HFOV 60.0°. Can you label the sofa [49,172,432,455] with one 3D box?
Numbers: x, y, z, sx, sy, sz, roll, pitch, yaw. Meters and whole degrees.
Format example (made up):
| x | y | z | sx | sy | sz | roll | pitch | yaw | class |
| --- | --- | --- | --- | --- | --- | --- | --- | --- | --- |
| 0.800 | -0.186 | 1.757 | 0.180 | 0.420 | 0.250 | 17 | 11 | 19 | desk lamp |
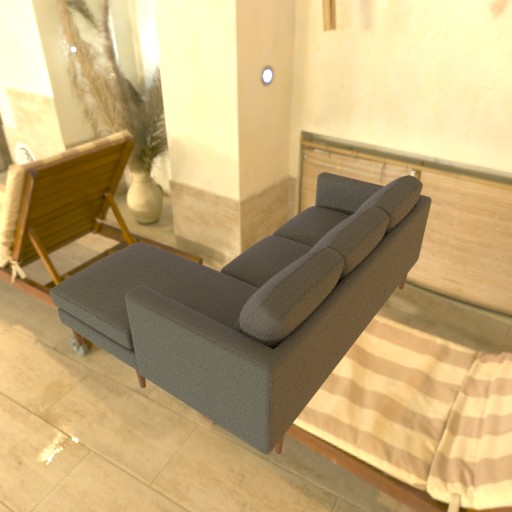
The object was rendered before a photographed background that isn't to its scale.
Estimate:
| x | y | z | sx | sy | sz | roll | pitch | yaw | class |
| --- | --- | --- | --- | --- | --- | --- | --- | --- | --- |
| 0.000 | 0.000 | 2.923 | 1.591 | 0.897 | 2.031 | 21 | 37 | 30 | sofa |
